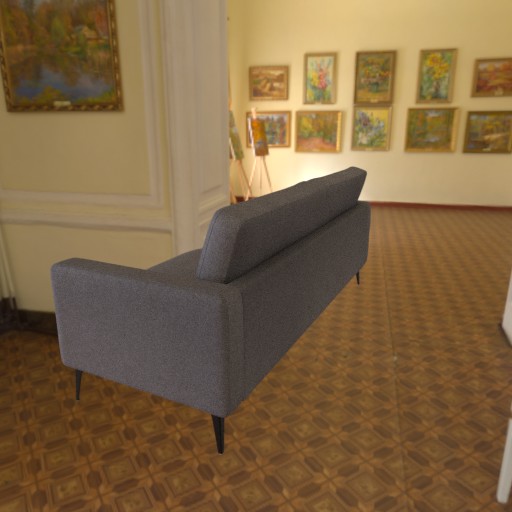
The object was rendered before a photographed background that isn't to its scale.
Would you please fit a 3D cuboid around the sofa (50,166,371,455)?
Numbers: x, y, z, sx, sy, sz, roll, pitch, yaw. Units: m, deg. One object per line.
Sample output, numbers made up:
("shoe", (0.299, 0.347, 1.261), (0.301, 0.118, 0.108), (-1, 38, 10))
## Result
("sofa", (0.000, 0.000, 2.341), (0.774, 0.828, 1.925), (8, 18, 26))
